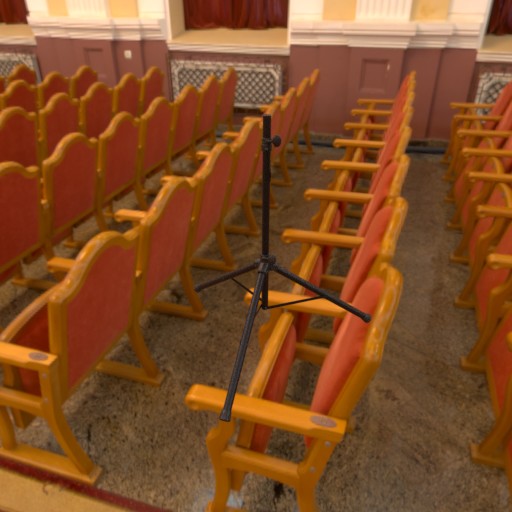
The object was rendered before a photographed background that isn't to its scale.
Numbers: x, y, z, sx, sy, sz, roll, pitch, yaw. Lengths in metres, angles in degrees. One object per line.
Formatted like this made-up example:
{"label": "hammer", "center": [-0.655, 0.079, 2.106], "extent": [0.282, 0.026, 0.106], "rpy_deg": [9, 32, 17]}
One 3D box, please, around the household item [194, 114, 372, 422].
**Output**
{"label": "household item", "center": [0.000, 0.000, 1.932], "extent": [1.045, 1.136, 0.907], "rpy_deg": [10, 32, 16]}
